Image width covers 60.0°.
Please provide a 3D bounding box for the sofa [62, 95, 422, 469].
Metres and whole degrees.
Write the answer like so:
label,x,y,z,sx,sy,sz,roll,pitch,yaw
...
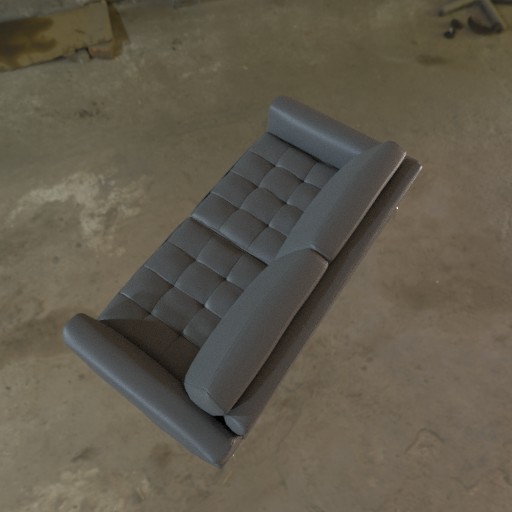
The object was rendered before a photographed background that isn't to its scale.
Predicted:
label,x,y,z,sx,sy,sz,roll,pitch,yaw
sofa,0.000,0.000,2.684,1.121,0.930,2.177,32,68,15
